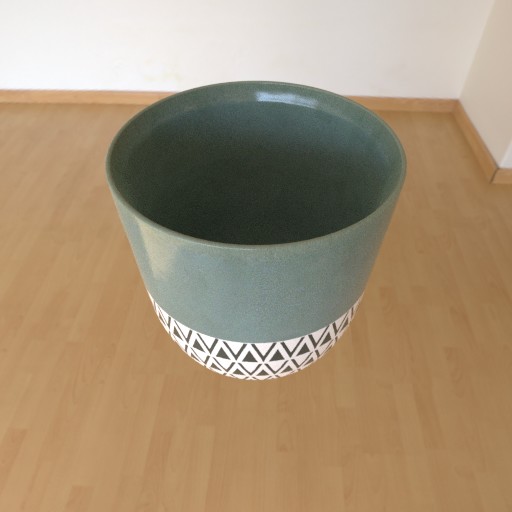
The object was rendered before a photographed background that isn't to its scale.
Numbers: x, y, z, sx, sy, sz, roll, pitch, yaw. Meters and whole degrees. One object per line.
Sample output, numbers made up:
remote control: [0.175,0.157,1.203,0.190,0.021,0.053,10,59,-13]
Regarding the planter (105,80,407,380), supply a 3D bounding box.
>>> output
planter: [0.000,0.000,0.375,0.198,0.214,0.198,0,46,0]
